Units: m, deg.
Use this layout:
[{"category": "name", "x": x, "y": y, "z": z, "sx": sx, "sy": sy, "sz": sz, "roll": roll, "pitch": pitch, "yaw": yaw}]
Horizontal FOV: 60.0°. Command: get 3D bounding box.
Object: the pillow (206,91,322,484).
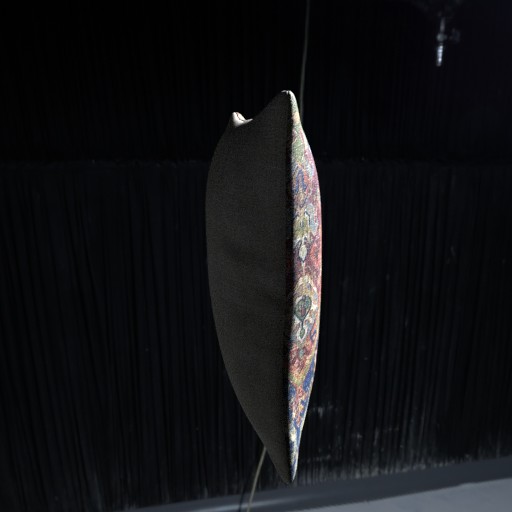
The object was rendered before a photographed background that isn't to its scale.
[{"category": "pillow", "x": 0.000, "y": 0.000, "z": 0.781, "sx": 0.166, "sy": 0.506, "sz": 0.523, "roll": -2, "pitch": 15, "yaw": -9}]
